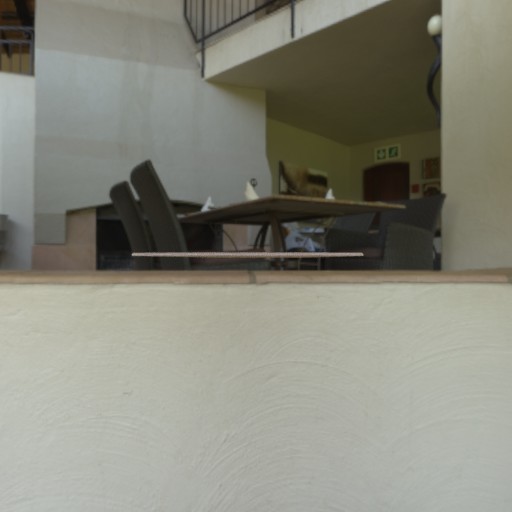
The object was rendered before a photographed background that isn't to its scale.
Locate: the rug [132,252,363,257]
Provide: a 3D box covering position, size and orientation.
[{"bbox_3d":[0.000,0.000,2.656,0.767,0.012,2.430,0,0,1],"label":"rug"}]
